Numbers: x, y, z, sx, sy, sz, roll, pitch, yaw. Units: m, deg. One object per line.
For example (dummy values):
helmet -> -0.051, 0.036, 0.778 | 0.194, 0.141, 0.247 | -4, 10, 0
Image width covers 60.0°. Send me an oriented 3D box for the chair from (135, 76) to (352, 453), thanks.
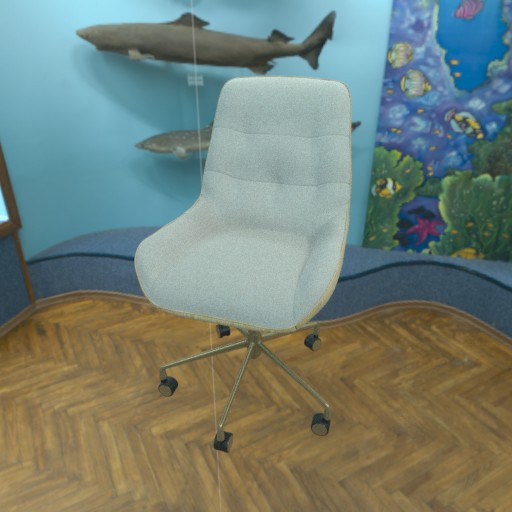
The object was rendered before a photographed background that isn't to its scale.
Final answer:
chair -> 0.000, 0.000, 1.326 | 0.564, 0.952, 0.668 | 8, 28, 16
